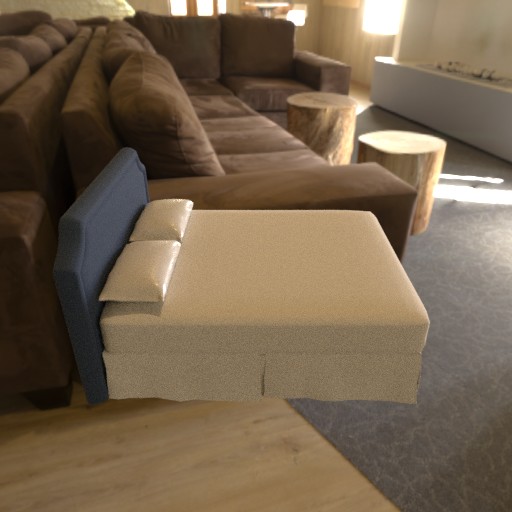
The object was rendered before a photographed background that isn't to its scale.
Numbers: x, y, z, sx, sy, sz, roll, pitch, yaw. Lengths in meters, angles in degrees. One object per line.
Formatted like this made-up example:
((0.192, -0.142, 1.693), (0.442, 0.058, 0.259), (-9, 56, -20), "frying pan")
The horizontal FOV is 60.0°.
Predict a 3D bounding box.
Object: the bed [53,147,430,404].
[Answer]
((0.000, 0.000, 3.415), (2.260, 1.297, 1.831), (0, 30, 0), "bed")
